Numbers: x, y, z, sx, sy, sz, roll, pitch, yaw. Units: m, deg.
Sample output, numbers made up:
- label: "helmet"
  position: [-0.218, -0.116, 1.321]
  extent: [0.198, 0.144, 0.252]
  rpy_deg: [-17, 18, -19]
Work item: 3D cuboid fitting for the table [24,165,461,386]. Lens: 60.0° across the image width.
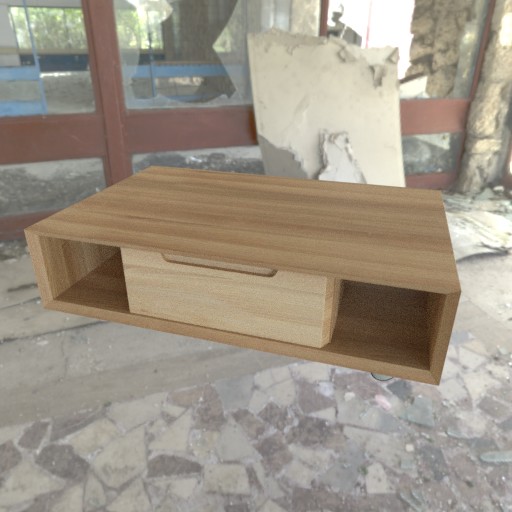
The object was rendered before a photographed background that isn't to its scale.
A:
- label: "table"
  position: [0.000, 0.000, 1.427]
  extent: [1.100, 0.330, 0.700]
  rpy_deg: [8, 27, 15]
